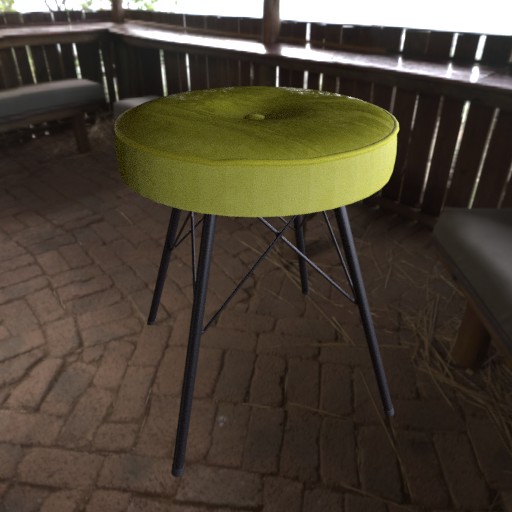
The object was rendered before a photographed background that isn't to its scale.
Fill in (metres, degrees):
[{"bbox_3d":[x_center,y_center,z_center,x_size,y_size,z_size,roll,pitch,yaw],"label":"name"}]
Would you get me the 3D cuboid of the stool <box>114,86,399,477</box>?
[{"bbox_3d":[0.000,0.000,0.775,0.409,0.508,0.409,-9,32,-15],"label":"stool"}]
